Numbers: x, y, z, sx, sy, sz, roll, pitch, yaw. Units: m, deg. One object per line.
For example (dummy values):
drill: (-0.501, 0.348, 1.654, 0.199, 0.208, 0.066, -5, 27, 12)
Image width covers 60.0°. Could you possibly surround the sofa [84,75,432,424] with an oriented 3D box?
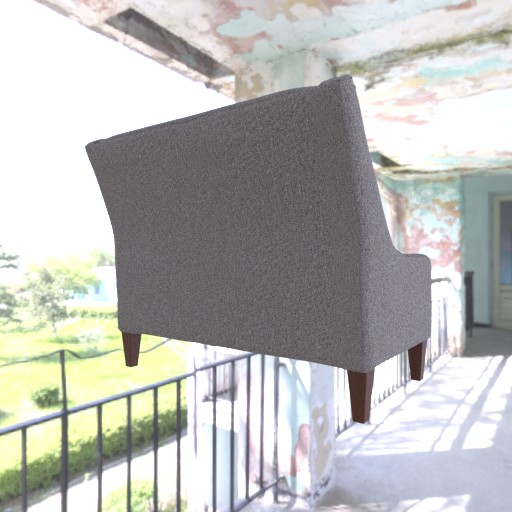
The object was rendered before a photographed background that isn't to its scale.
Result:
sofa: (0.000, 0.000, 1.888, 1.242, 1.026, 0.862, 0, 0, 37)
